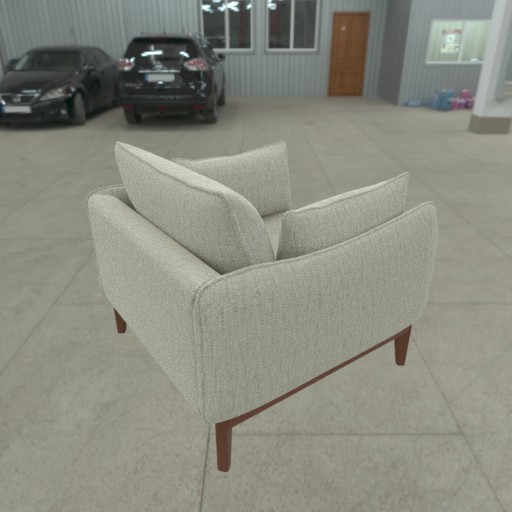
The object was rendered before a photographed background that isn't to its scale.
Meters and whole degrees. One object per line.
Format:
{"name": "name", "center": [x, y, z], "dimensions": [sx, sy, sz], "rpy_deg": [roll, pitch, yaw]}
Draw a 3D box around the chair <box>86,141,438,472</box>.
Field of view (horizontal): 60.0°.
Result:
{"name": "chair", "center": [0.000, 0.000, 1.724], "dimensions": [0.991, 0.855, 0.994], "rpy_deg": [-17, 31, -31]}
